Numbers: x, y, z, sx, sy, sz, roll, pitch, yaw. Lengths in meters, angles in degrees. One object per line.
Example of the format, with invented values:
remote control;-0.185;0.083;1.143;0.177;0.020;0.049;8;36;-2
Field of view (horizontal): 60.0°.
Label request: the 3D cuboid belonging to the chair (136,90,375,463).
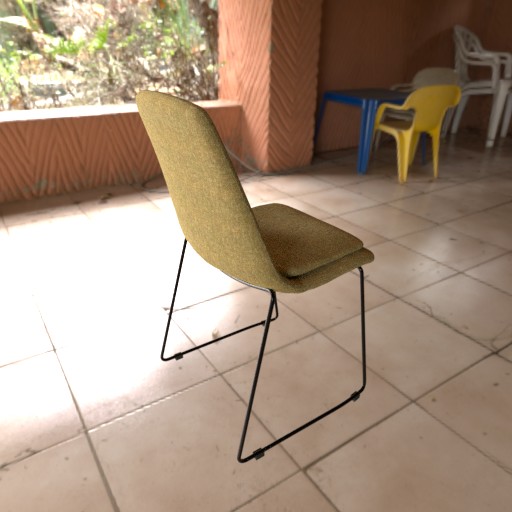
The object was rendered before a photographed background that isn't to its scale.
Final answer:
chair;0.000;0.000;1.175;0.496;0.849;0.479;-17;31;-30
